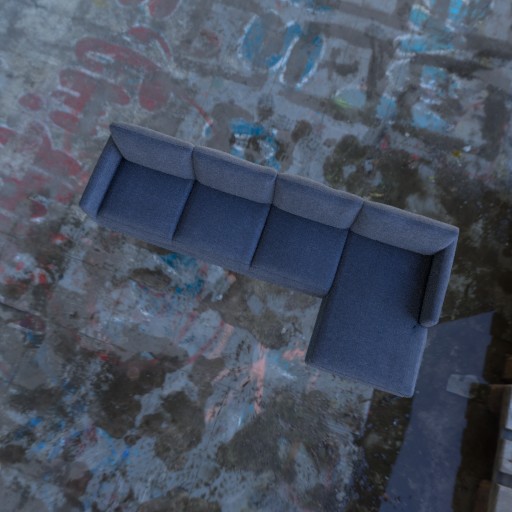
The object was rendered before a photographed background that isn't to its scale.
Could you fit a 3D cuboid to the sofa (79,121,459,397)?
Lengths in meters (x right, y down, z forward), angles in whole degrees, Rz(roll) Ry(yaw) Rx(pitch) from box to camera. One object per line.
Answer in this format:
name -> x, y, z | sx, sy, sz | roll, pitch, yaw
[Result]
sofa -> 0.000, 0.000, 3.562 | 2.932, 0.810, 1.350 | 18, 76, 5
